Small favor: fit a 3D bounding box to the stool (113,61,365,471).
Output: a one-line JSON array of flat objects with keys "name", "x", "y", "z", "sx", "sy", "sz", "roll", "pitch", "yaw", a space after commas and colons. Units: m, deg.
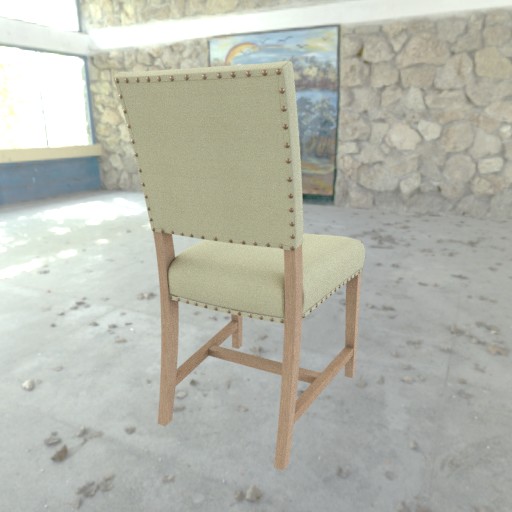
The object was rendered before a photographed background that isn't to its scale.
[{"name": "stool", "x": 0.000, "y": 0.000, "z": 1.317, "sx": 0.508, "sy": 0.986, "sz": 0.623, "roll": 8, "pitch": 19, "yaw": 26}]
